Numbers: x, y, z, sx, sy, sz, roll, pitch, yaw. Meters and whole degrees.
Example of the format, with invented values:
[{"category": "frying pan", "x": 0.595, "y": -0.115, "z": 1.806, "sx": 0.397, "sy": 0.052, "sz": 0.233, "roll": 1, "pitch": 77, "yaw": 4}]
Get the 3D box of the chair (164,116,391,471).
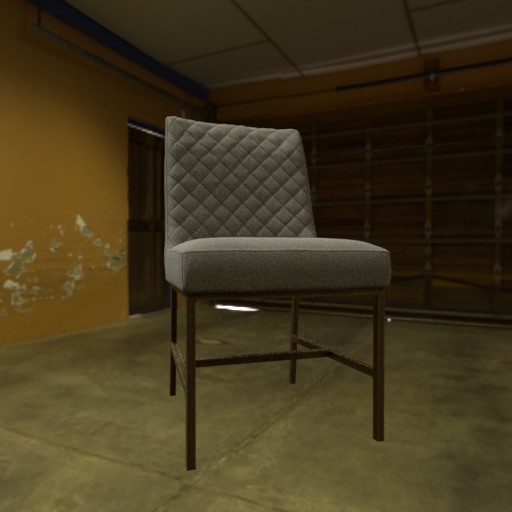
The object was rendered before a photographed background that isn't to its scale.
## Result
[{"category": "chair", "x": 0.000, "y": 0.000, "z": 1.252, "sx": 0.508, "sy": 0.889, "sz": 0.587, "roll": 0, "pitch": 1, "yaw": -18}]
